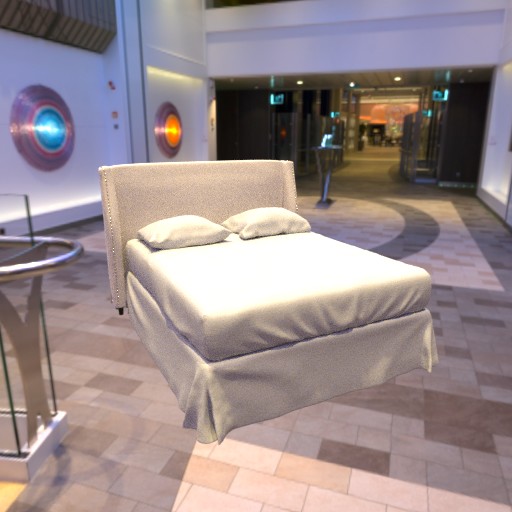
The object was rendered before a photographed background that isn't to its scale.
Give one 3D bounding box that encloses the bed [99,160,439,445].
[{"bbox_3d":[0.000,0.000,3.460,1.925,1.332,2.276,-8,17,-26],"label":"bed"}]
